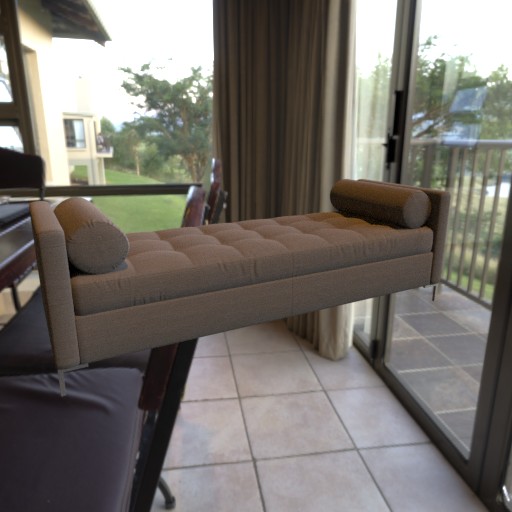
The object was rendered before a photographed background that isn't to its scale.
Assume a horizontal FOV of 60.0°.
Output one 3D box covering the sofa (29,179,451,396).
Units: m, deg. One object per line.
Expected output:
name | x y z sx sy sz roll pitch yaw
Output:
sofa | 0.000 0.000 2.255 1.981 0.635 0.686 -9 18 -27
